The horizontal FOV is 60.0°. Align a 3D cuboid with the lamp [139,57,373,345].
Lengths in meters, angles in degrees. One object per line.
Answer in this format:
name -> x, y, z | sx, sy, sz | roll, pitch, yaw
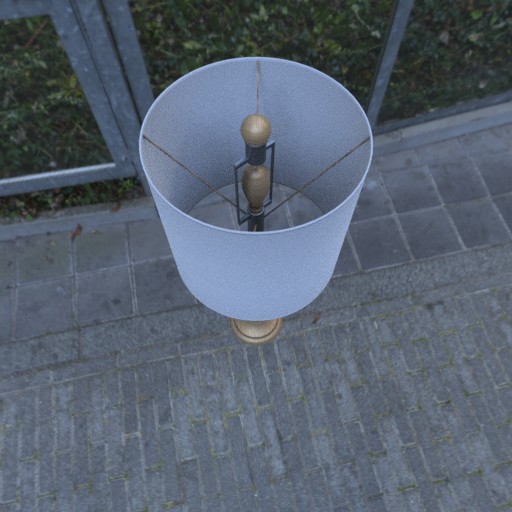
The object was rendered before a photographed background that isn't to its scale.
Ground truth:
lamp -> 0.000, 0.000, 0.720 | 0.250, 0.597, 0.250 | 1, 62, 0
